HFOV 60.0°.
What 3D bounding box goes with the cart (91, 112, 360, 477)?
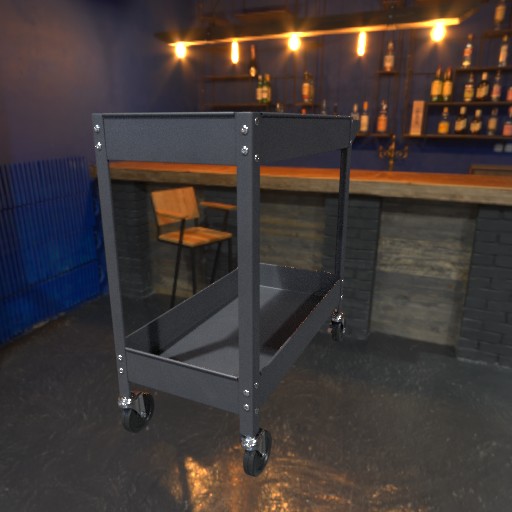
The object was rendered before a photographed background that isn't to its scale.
[{"bbox_3d":[0.000,0.000,1.189,0.366,0.719,0.779,8,18,24],"label":"cart"}]
